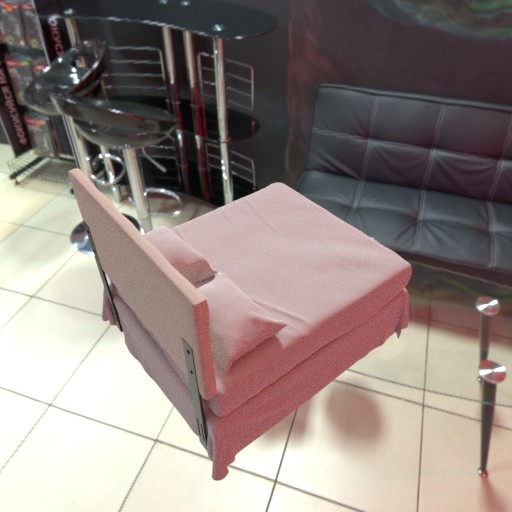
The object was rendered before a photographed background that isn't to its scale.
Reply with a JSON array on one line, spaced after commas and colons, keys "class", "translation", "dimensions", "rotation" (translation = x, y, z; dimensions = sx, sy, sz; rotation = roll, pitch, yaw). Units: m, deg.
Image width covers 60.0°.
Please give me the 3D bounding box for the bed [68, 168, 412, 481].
[{"class": "bed", "translation": [0.000, 0.000, 3.568], "dimensions": [2.222, 1.577, 1.936], "rotation": [-28, 48, -28]}]
